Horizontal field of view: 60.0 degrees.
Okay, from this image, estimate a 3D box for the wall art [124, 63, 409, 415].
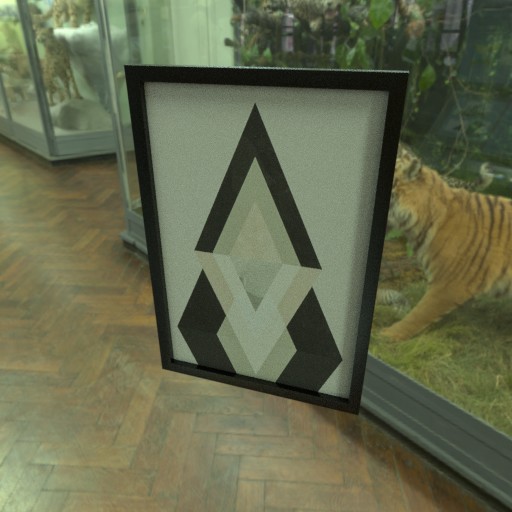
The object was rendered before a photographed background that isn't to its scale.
[{"bbox_3d":[0.000,0.000,0.580,0.314,0.455,0.019,8,29,16],"label":"wall art"}]
